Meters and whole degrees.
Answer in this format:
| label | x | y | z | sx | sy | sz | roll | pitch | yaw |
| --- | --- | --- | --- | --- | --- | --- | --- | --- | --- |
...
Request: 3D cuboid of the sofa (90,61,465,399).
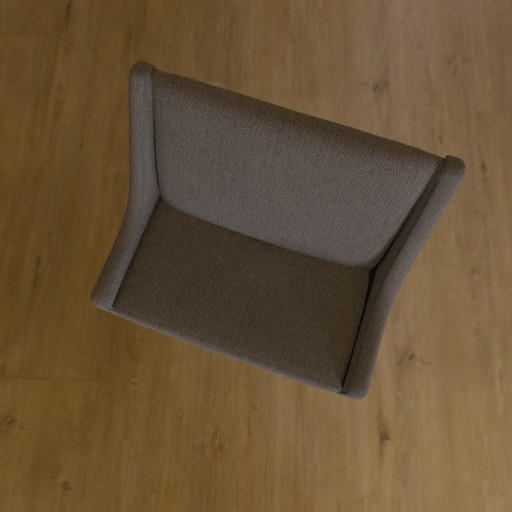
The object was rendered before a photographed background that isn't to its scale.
| label | x | y | z | sx | sy | sz | roll | pitch | yaw |
| --- | --- | --- | --- | --- | --- | --- | --- | --- | --- |
| sofa | 0.000 | 0.000 | 1.913 | 1.242 | 1.022 | 0.873 | 19 | 76 | 5 |
